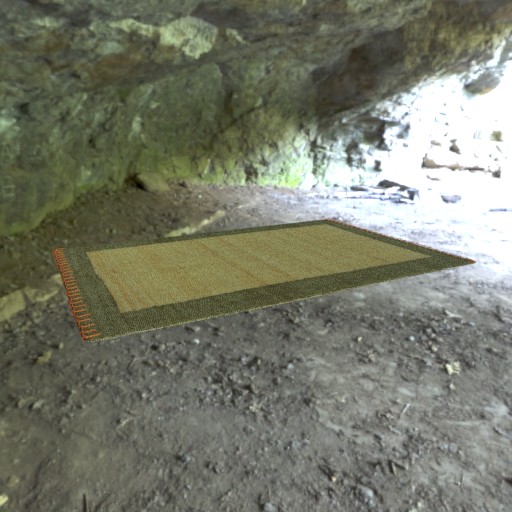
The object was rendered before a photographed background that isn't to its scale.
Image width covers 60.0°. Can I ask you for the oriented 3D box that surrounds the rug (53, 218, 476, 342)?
[{"bbox_3d":[0.000,0.000,2.269,1.838,0.019,1.220,-8,18,-27],"label":"rug"}]
